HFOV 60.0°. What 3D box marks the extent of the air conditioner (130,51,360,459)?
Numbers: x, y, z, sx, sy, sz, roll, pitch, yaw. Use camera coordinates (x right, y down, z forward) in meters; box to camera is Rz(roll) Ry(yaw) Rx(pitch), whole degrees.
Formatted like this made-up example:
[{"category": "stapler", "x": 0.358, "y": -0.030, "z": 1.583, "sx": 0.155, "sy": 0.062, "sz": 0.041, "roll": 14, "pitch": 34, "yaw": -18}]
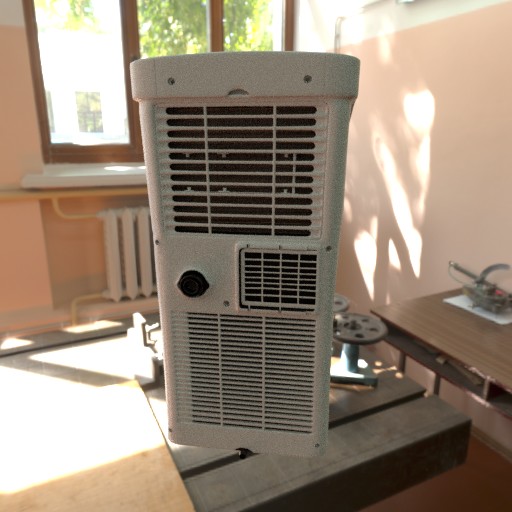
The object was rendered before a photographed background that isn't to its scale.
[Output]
[{"category": "air conditioner", "x": 0.000, "y": 0.000, "z": 0.904, "sx": 0.352, "sy": 0.716, "sz": 0.369, "roll": 2, "pitch": 16, "yaw": 8}]
